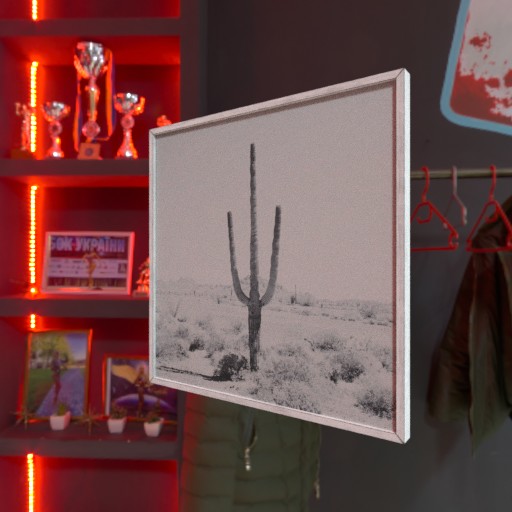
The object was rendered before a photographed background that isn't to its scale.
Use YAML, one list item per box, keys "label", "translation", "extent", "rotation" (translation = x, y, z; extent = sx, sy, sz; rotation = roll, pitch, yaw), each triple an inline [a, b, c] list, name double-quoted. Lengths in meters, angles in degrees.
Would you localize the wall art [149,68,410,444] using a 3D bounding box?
- label: "wall art"
  translation: [0.000, 0.000, 1.132]
  extent: [0.762, 0.762, 0.038]
  rotation: [0, 0, 35]
